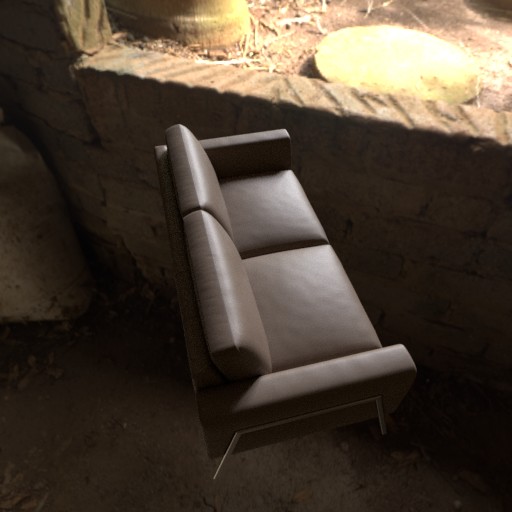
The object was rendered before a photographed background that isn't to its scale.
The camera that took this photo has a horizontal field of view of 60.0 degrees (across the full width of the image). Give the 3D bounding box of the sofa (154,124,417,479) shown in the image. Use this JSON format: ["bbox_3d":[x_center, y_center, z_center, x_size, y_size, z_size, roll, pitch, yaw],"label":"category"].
[{"bbox_3d":[0.000,0.000,2.596,0.953,0.875,2.017,-10,48,-10],"label":"sofa"}]
